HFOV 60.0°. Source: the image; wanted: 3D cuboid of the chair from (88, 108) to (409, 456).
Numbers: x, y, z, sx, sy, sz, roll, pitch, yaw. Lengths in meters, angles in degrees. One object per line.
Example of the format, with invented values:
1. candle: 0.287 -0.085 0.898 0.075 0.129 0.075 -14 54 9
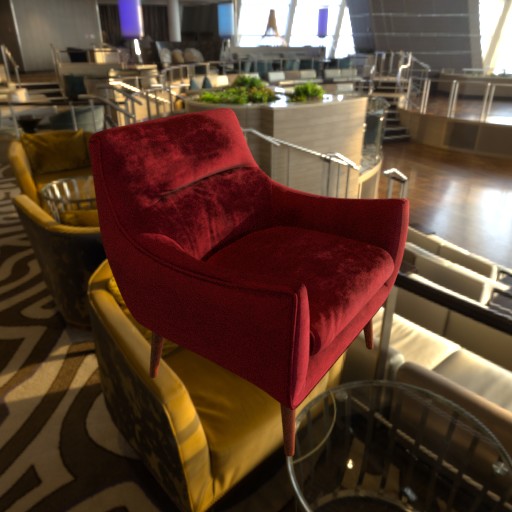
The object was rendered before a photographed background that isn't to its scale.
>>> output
1. chair: 0.000 0.000 1.470 0.787 0.838 0.762 17 31 31
